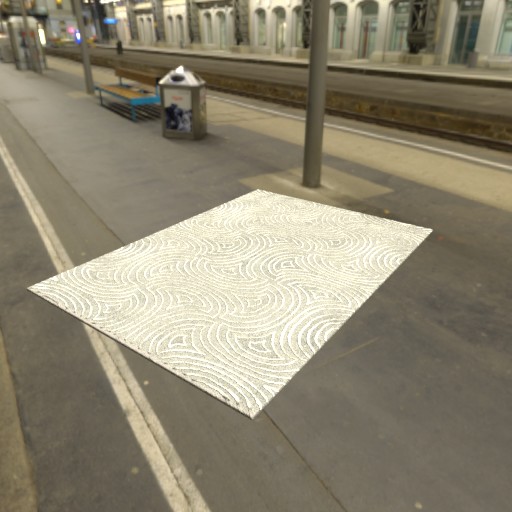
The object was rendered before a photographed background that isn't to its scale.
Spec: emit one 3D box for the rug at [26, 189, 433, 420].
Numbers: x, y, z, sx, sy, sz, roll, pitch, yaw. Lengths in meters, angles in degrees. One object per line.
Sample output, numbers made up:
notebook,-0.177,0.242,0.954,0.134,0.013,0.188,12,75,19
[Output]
rug,0.000,0.000,2.785,1.543,0.015,2.144,18,32,32
